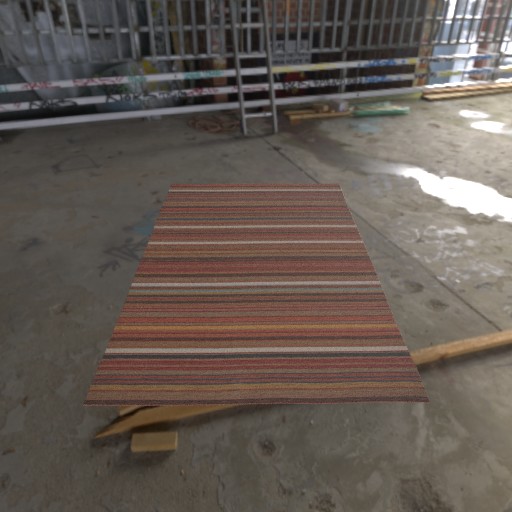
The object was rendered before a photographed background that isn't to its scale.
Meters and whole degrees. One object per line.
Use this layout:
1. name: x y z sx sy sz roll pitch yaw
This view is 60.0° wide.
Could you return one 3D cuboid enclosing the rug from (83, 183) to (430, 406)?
1. rug: 0.000 0.000 2.968 1.523 0.008 2.438 0 32 0
